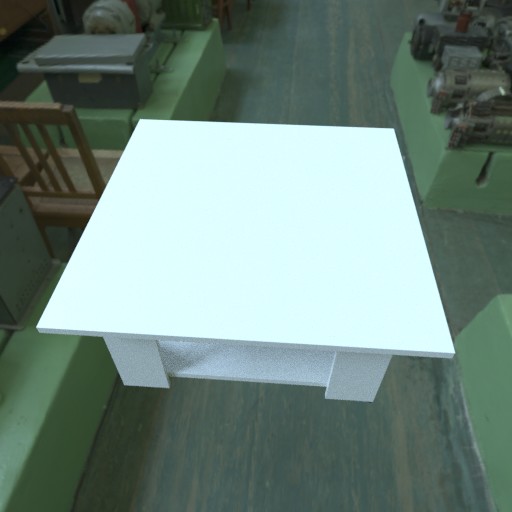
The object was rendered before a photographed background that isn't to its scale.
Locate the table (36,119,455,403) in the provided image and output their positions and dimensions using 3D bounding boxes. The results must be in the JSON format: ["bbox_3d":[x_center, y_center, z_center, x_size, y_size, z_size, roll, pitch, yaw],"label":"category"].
[{"bbox_3d":[0.000,0.000,1.048,0.670,0.305,0.670,3,46,3],"label":"table"}]
